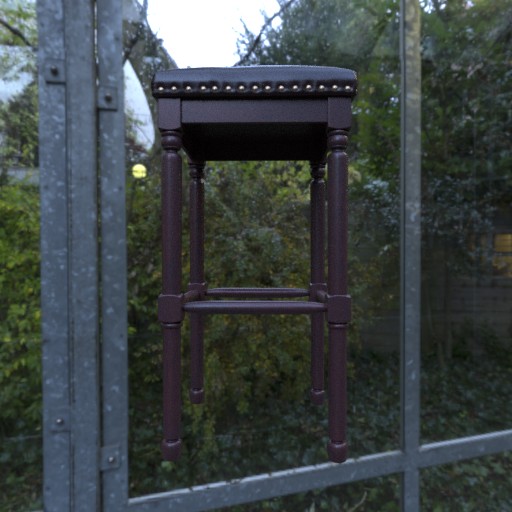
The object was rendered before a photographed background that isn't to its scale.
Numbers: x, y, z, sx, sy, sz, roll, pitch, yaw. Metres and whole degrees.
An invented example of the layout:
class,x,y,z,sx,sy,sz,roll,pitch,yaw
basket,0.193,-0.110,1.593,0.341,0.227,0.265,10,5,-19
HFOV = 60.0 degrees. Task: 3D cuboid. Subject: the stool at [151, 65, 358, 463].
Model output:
class,x,y,z,sx,sy,sz,roll,pitch,yaw
stool,0.000,0.000,0.997,0.382,0.768,0.383,0,0,1
